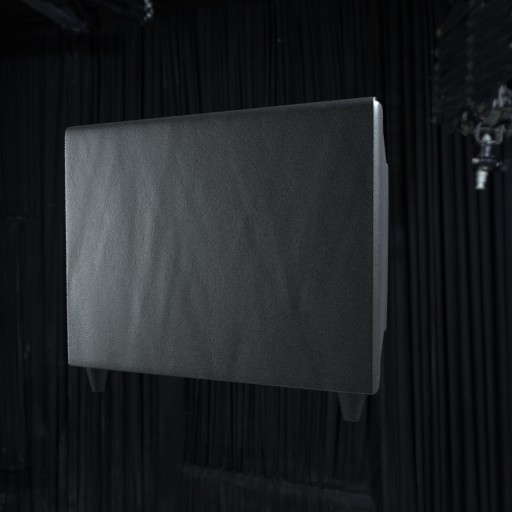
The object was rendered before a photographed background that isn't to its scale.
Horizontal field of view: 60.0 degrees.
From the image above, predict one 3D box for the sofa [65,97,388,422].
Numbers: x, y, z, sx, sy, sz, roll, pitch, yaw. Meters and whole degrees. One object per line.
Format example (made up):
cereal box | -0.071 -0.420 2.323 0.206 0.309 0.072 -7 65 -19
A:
sofa | 0.000 0.000 1.438 0.809 0.724 0.839 0 1 18
